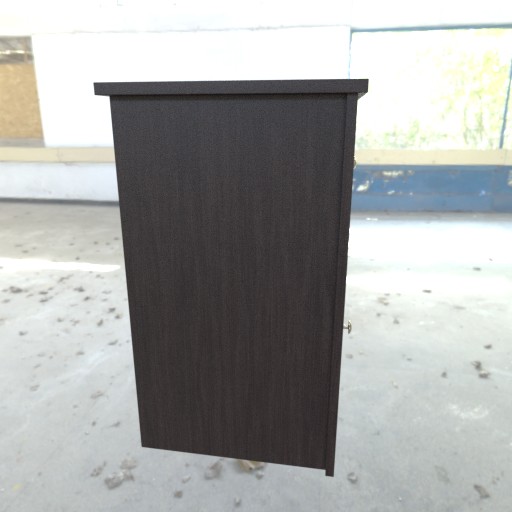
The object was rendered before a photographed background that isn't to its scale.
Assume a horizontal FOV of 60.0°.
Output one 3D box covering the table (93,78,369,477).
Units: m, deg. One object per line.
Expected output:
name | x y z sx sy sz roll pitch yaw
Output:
table | 0.000 0.000 0.909 0.381 0.635 0.480 3 17 9
